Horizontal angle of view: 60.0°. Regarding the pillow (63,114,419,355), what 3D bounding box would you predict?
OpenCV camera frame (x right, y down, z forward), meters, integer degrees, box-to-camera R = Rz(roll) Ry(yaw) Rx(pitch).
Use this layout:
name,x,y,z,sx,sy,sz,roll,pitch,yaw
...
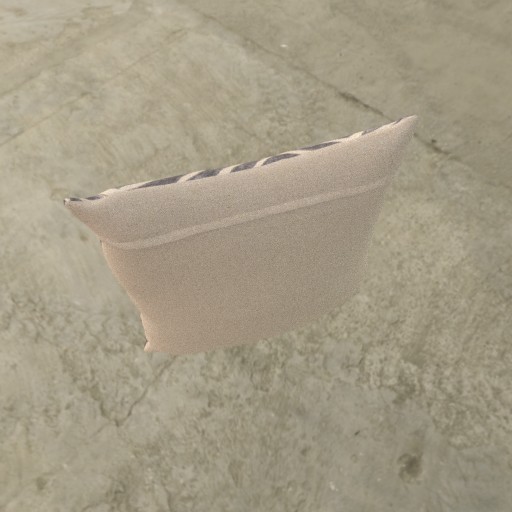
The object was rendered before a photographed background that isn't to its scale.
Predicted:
name,x,y,z,sx,sy,sz,roll,pitch,yaw
pillow,0.000,0.000,0.691,0.440,0.441,0.182,-15,58,-10
